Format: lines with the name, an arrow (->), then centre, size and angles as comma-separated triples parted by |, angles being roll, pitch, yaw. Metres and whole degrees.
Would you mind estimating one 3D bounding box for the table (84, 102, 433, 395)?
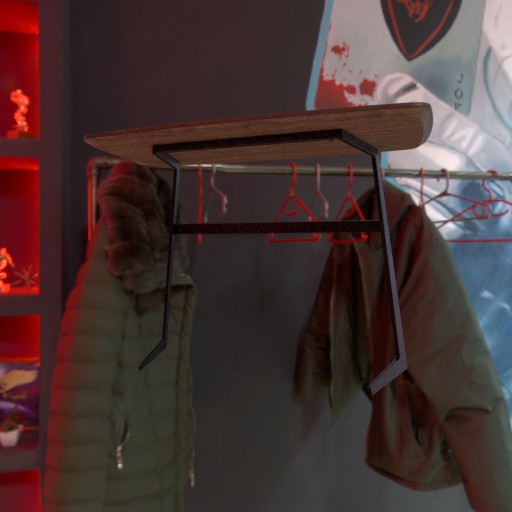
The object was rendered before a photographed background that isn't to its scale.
table -> 0.000, 0.000, 1.090 | 0.804, 0.576, 0.361 | 0, 1, 19
